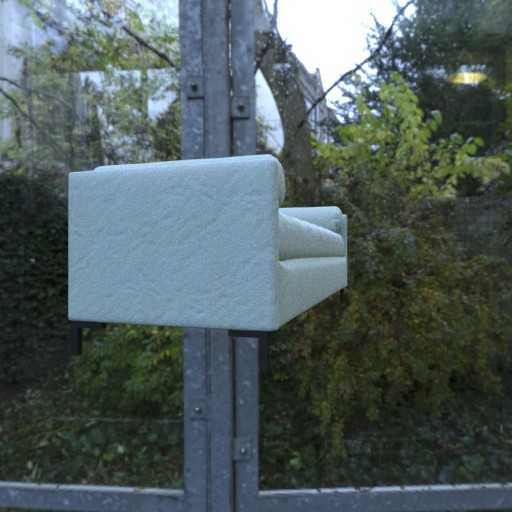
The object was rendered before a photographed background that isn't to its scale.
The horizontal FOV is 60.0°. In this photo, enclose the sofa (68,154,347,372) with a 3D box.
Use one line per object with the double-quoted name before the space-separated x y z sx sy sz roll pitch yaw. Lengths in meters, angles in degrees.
"sofa" 0.000 0.000 2.454 0.796 0.705 2.102 0 0 18
